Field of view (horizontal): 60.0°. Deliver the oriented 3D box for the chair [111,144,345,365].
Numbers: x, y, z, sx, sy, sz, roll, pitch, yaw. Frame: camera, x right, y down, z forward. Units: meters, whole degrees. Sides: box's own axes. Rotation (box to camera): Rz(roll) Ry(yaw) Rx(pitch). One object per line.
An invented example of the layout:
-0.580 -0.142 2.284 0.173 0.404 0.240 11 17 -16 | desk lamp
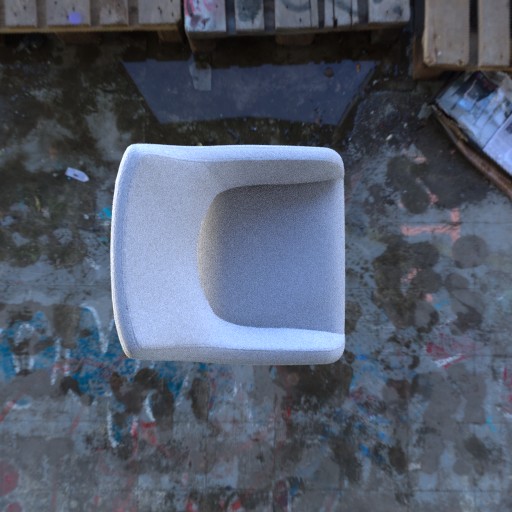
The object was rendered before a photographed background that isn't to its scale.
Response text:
0.000 0.000 1.332 0.600 0.889 0.609 0 89 -1 | chair
